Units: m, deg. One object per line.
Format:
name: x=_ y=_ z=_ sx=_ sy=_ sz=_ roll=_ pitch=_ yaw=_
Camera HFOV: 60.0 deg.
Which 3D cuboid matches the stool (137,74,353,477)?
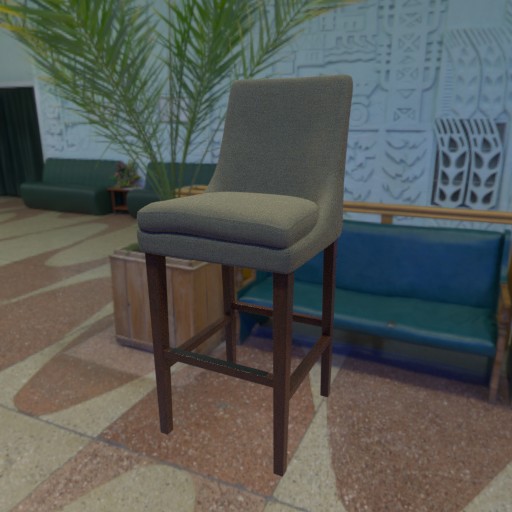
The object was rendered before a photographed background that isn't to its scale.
stool: x=0.000 y=0.000 z=1.375 sx=0.470 sy=1.078 sz=0.577 roll=8 pitch=18 yaw=25
